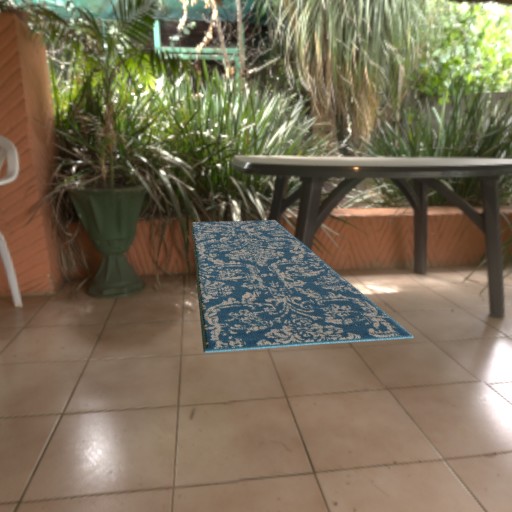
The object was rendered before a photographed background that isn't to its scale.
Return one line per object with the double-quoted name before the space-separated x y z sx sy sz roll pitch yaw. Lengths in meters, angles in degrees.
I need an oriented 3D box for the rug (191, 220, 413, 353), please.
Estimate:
"rug" 0.000 0.000 2.400 0.662 0.011 2.196 -2 15 -9
